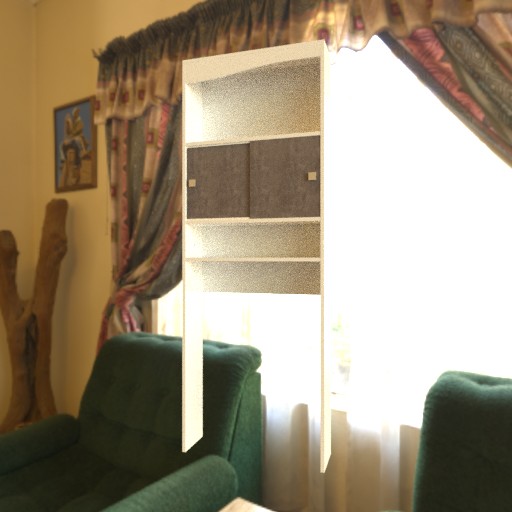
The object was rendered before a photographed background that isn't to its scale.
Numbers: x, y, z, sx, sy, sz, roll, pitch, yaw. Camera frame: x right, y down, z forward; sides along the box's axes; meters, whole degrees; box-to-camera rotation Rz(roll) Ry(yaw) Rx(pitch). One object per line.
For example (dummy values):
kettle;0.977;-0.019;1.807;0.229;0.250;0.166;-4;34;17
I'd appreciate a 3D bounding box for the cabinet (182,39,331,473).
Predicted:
cabinet;0.000;0.000;1.992;0.643;1.770;0.192;0;0;18
